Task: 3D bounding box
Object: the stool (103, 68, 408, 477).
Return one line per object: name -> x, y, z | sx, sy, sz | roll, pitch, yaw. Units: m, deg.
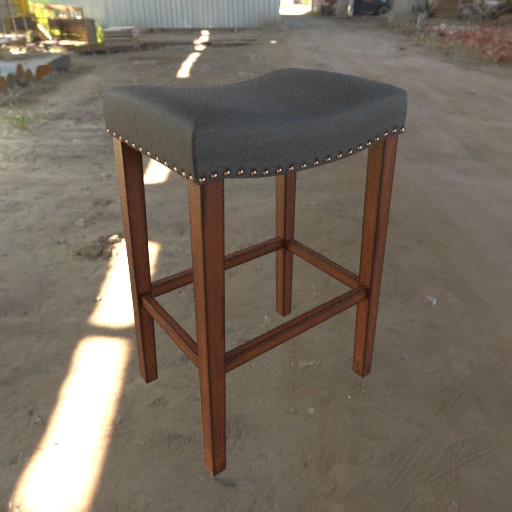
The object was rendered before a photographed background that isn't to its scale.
stool -> 0.000, 0.000, 1.010 | 0.502, 0.748, 0.366 | -21, 36, -31
